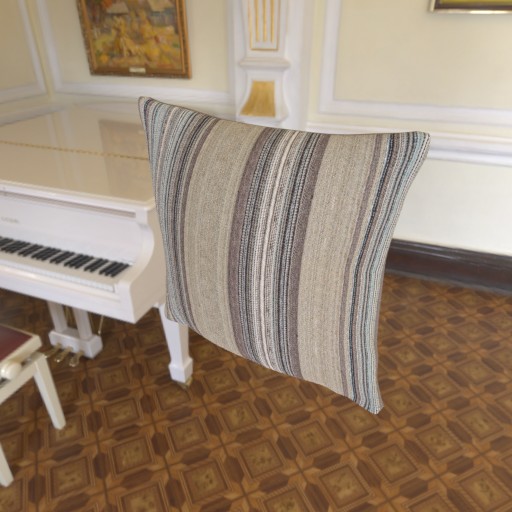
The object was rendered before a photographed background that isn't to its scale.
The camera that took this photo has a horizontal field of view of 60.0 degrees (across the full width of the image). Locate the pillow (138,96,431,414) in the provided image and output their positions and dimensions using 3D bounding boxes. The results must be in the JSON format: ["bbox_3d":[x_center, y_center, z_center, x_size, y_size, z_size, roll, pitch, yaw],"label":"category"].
[{"bbox_3d":[0.000,0.000,0.658,0.435,0.416,0.189,18,34,29],"label":"pillow"}]
